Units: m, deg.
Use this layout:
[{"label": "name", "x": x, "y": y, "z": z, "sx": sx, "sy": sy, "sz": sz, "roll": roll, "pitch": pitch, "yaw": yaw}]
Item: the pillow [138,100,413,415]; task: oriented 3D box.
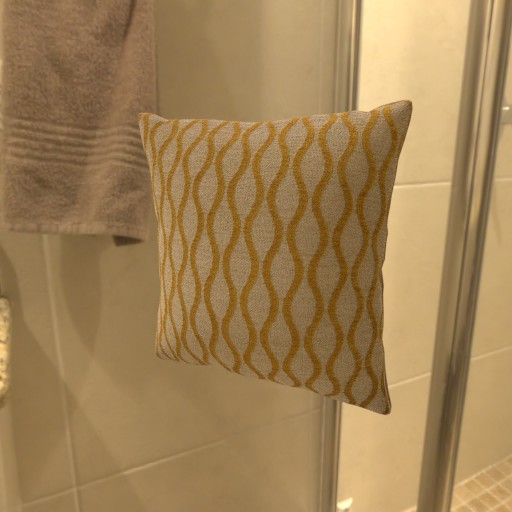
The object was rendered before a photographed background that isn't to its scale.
[{"label": "pillow", "x": 0.000, "y": 0.000, "z": 0.676, "sx": 0.429, "sy": 0.436, "sz": 0.159, "roll": 7, "pitch": 16, "yaw": 24}]
